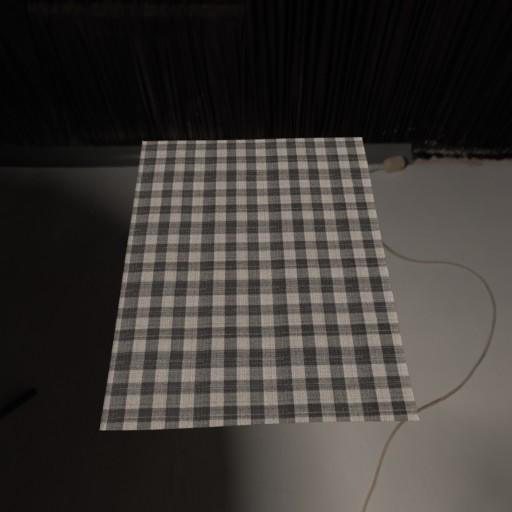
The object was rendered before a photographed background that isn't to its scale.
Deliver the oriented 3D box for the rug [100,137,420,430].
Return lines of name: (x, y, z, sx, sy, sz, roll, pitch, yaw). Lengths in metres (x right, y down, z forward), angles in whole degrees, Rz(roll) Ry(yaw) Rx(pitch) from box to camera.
rug: (0.000, 0.000, 4.134, 2.432, 0.013, 3.021, -1, 59, -1)
